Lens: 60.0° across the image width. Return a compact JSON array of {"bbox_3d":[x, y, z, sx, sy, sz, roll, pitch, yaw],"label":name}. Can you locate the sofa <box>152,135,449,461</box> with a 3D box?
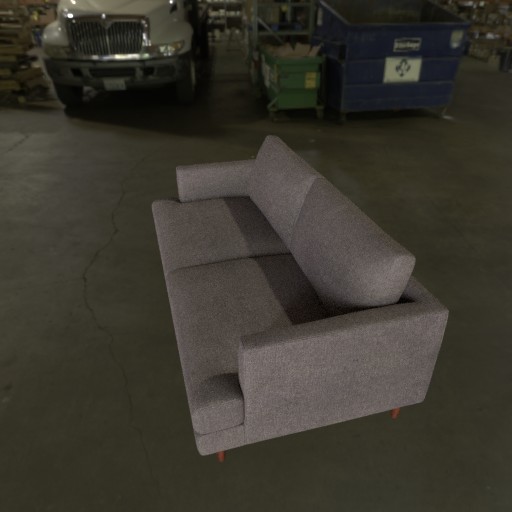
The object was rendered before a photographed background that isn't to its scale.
[{"bbox_3d":[0.000,0.000,2.486,1.020,0.868,1.948,-8,32,-13],"label":"sofa"}]
